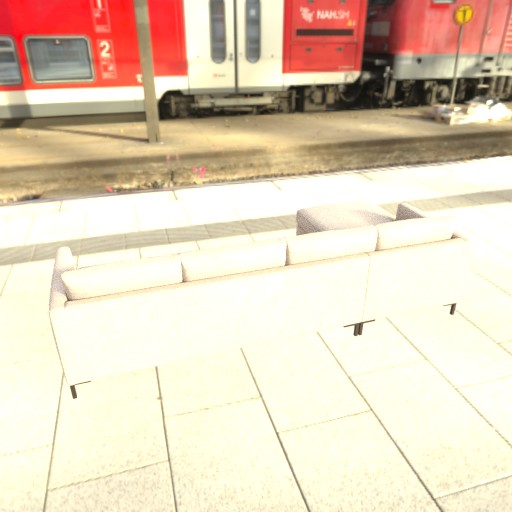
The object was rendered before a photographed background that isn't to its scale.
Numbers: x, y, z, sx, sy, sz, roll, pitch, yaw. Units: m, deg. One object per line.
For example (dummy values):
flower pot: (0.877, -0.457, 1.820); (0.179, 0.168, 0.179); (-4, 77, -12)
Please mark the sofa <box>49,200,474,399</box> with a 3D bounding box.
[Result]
sofa: (0.000, 0.000, 3.511); (2.923, 0.816, 1.469); (-9, 28, -16)
